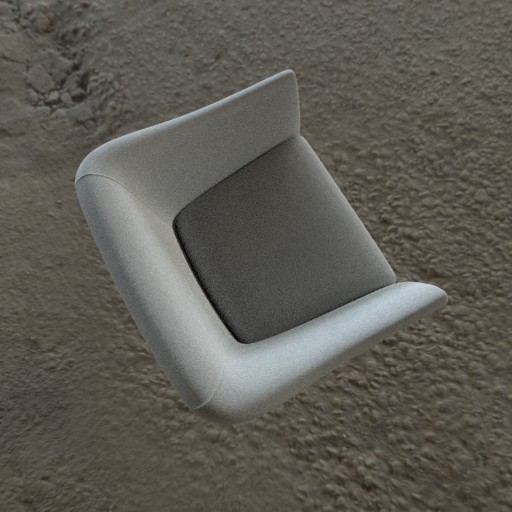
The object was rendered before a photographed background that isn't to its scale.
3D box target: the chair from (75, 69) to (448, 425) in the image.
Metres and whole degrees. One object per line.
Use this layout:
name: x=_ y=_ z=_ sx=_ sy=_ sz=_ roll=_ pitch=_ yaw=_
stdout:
chair: x=0.000 y=0.000 z=1.365 sx=0.700 sy=0.720 sz=0.790 roll=-29 pitch=78 yaw=-7
